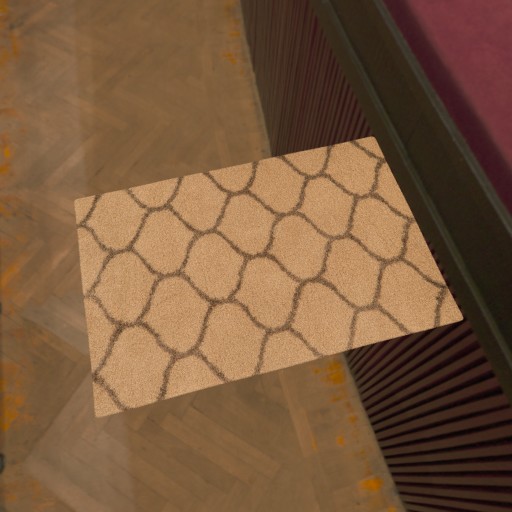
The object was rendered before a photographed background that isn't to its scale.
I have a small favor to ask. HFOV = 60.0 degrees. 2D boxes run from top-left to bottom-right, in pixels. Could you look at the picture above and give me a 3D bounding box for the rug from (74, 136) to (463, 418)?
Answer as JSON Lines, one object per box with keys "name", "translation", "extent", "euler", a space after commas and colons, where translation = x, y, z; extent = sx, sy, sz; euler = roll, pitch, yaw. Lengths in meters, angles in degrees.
{"name": "rug", "translation": [0.000, 0.000, 3.505], "extent": [2.701, 0.026, 1.801], "euler": [-13, 65, -6]}
